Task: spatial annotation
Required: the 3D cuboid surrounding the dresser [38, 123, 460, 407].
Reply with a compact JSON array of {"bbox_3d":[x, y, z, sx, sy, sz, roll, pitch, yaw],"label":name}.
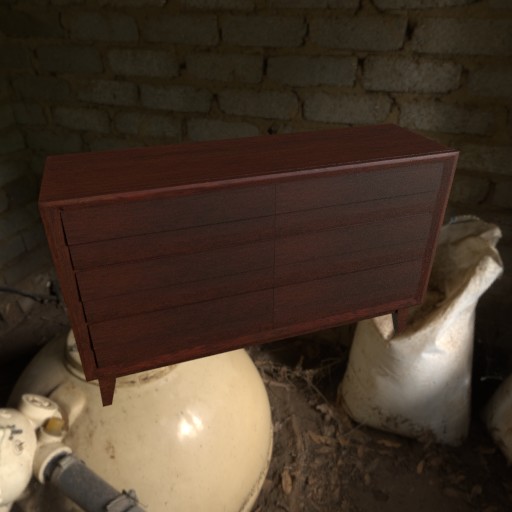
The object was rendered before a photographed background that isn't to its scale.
[{"bbox_3d":[0.000,0.000,2.056,1.609,0.971,0.499,-10,32,-16],"label":"dresser"}]
